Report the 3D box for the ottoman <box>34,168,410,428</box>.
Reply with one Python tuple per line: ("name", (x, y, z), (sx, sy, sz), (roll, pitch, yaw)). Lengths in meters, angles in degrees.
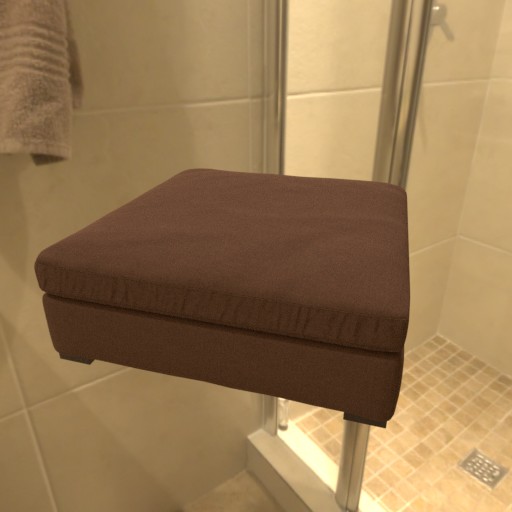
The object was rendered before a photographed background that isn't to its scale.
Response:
("ottoman", (0.000, 0.000, 1.830), (1.181, 0.470, 1.181), (7, 26, 15))
